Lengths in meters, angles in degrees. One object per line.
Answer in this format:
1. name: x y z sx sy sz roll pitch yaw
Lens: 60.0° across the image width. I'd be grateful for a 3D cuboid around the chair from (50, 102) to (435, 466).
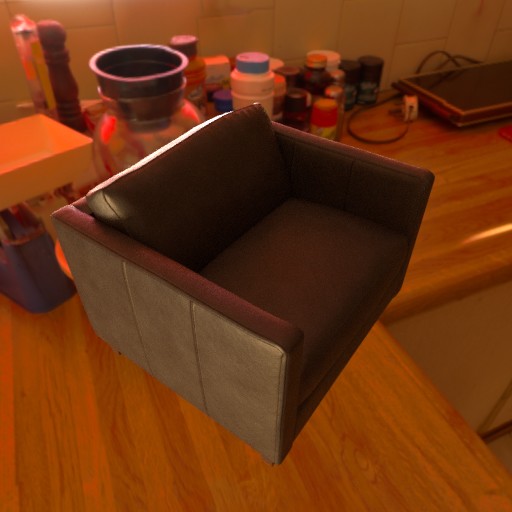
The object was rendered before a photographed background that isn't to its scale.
1. chair: 0.000 0.000 1.569 0.862 0.811 0.939 26 47 27
